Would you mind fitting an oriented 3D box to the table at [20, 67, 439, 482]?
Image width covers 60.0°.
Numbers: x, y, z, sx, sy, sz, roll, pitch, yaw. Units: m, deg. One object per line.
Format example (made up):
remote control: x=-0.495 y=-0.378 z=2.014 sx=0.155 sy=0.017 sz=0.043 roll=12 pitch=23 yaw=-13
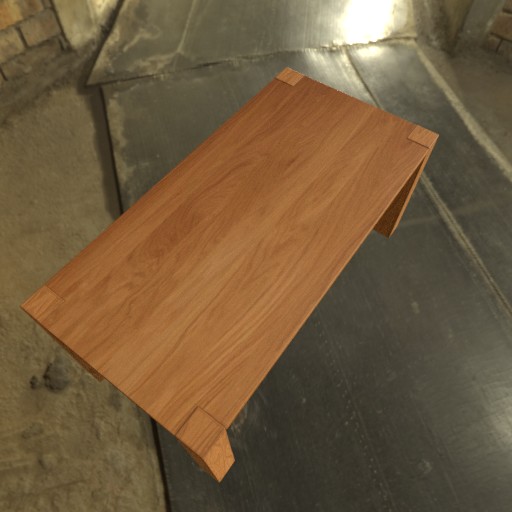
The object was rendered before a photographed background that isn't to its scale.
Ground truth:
table: x=0.000 y=0.000 z=2.240 sx=0.900 sy=0.760 sz=1.800 roll=32 pitch=63 yaw=18
